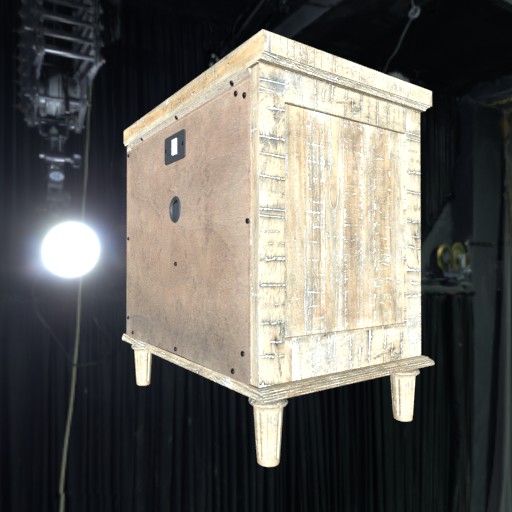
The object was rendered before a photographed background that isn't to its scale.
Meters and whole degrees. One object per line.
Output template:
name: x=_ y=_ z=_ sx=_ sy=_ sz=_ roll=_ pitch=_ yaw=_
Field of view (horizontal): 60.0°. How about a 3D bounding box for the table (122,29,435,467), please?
table: x=0.000 y=0.000 z=1.105 sx=0.457 sy=0.711 sz=0.686 roll=0 pitch=-1 yaw=-35
